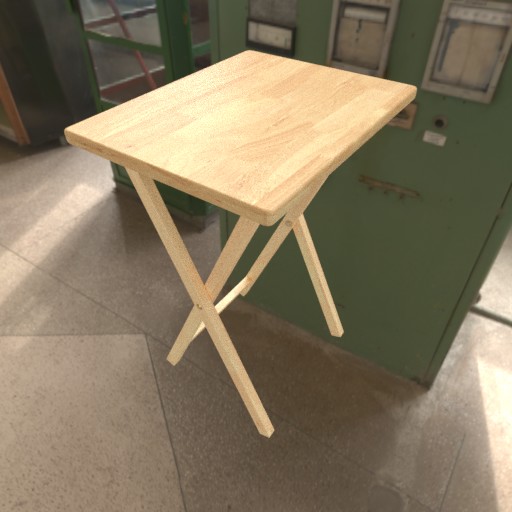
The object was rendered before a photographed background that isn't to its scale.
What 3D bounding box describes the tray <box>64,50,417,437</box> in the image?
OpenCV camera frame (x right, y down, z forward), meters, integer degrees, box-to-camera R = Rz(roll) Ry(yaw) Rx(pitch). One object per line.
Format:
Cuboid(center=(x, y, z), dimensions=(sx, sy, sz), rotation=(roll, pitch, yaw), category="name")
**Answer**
Cuboid(center=(0.000, 0.000, 0.951), dimensions=(0.381, 0.660, 0.483), rotation=(25, 47, 26), category="tray")
